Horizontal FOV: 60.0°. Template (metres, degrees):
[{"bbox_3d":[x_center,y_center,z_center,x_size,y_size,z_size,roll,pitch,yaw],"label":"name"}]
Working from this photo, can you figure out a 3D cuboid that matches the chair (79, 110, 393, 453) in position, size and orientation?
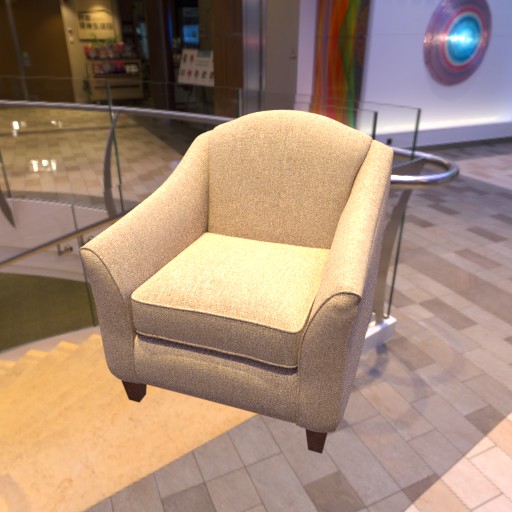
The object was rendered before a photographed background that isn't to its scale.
[{"bbox_3d":[0.000,0.000,1.460,0.763,0.839,0.787,9,27,17],"label":"chair"}]
